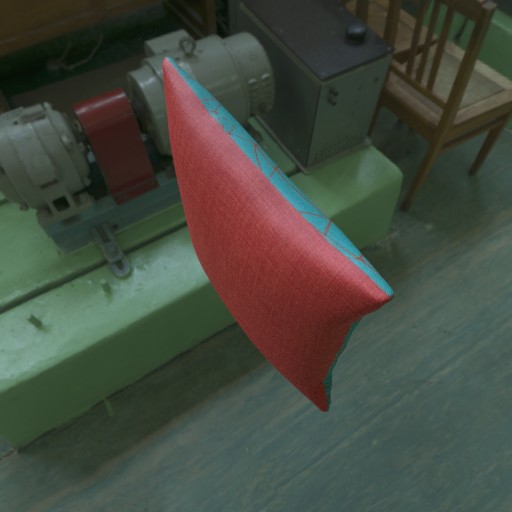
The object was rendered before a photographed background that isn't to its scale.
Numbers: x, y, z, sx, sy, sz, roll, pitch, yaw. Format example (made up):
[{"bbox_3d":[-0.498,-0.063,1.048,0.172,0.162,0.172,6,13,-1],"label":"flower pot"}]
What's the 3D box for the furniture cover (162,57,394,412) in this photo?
[{"bbox_3d":[0.000,0.000,0.798,0.158,0.508,0.517,-30,62,-17],"label":"furniture cover"}]
